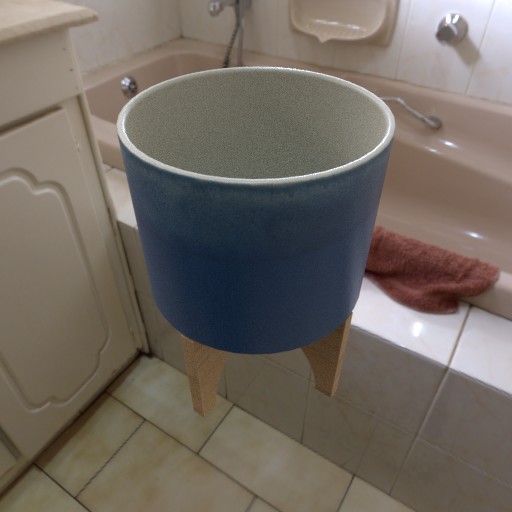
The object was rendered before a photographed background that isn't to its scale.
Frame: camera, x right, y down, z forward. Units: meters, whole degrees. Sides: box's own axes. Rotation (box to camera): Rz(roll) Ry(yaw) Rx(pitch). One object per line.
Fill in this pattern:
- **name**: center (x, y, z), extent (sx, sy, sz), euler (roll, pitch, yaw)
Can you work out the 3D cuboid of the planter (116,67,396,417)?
- **planter**: center (0.000, 0.000, 0.545), extent (0.261, 0.367, 0.261), euler (0, 41, 0)
